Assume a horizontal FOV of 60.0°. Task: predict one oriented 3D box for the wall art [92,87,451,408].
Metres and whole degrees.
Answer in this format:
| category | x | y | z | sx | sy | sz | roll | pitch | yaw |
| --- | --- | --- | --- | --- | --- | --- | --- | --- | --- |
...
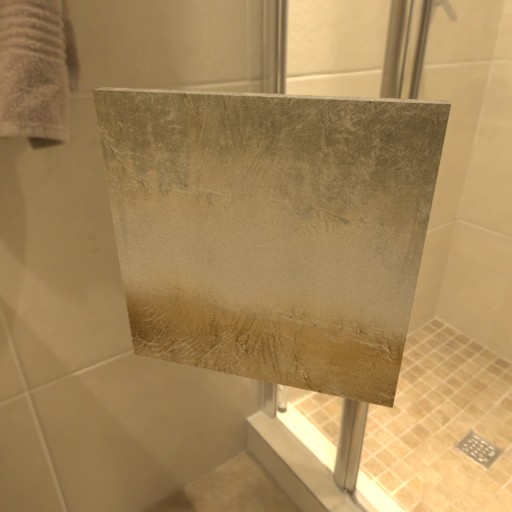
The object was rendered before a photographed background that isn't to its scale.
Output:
| category | x | y | z | sx | sy | sz | roll | pitch | yaw |
| --- | --- | --- | --- | --- | --- | --- | --- | --- | --- |
| wall art | 0.000 | 0.000 | 0.884 | 0.610 | 0.610 | 0.038 | 8 | 28 | 15 |
